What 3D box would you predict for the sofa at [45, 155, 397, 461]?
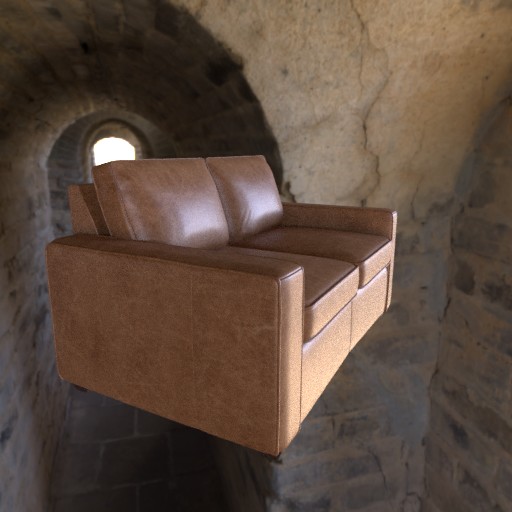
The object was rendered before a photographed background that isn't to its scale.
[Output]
[{"bbox_3d":[0.000,0.000,2.067,1.020,0.896,1.532,7,16,28],"label":"sofa"}]
